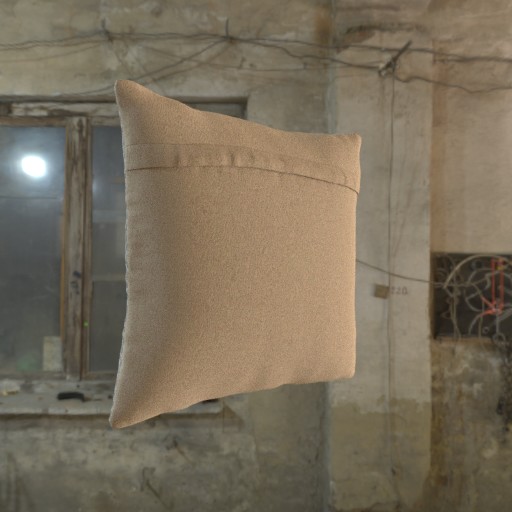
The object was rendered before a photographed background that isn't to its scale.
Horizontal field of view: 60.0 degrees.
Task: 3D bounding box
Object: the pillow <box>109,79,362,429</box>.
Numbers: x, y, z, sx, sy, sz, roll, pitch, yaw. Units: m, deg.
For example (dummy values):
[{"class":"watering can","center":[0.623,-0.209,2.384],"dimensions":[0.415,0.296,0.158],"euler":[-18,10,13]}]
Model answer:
[{"class":"pillow","center":[0.000,0.000,0.708],"dimensions":[0.459,0.458,0.181],"euler":[0,-1,-35]}]
